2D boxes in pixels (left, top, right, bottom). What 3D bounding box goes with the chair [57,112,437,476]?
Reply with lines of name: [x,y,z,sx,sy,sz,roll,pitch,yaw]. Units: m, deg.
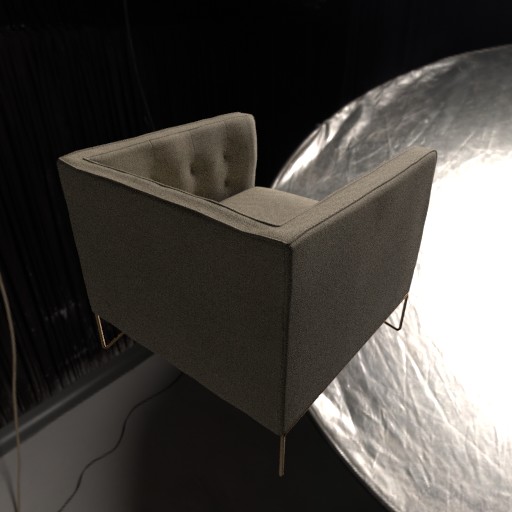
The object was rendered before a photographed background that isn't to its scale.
chair: [0.000,0.000,1.636,0.920,0.799,0.912,22,37,33]
